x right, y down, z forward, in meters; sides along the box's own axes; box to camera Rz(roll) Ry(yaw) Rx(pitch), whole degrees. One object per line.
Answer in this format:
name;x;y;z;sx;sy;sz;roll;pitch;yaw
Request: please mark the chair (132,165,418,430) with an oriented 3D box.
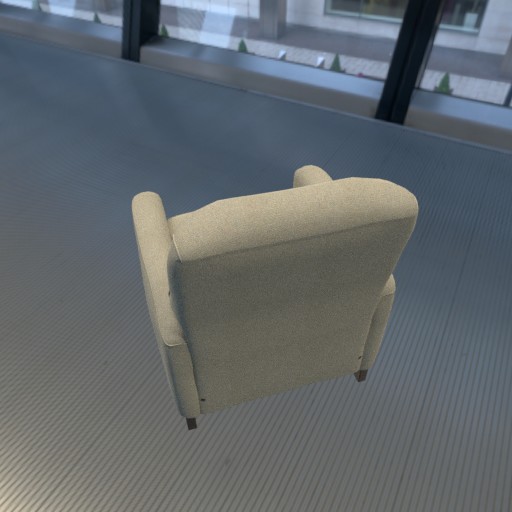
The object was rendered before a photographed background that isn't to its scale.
chair;0.000;0.000;1.671;0.850;1.006;0.853;-12;43;-13
